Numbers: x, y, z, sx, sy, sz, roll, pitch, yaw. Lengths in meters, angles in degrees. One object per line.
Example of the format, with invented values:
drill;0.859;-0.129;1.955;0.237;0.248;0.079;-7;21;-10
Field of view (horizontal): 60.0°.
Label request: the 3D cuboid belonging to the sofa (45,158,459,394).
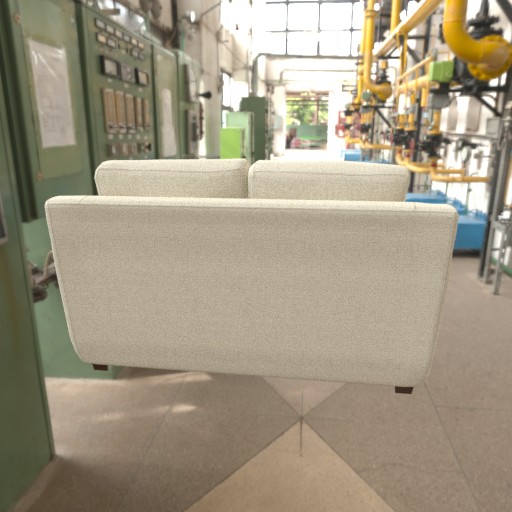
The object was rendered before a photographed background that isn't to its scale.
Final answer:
sofa;0.000;0.000;2.357;1.744;1.047;1.040;2;16;8
